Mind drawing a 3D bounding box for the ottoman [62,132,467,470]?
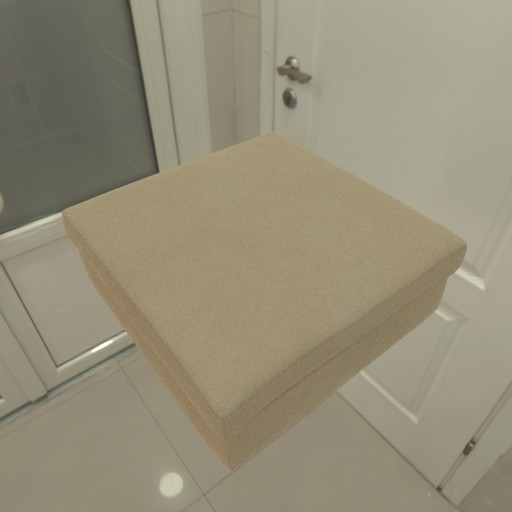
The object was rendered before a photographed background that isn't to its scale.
[{"bbox_3d":[0.000,0.000,1.885,1.190,0.522,1.205,-28,49,-27],"label":"ottoman"}]
